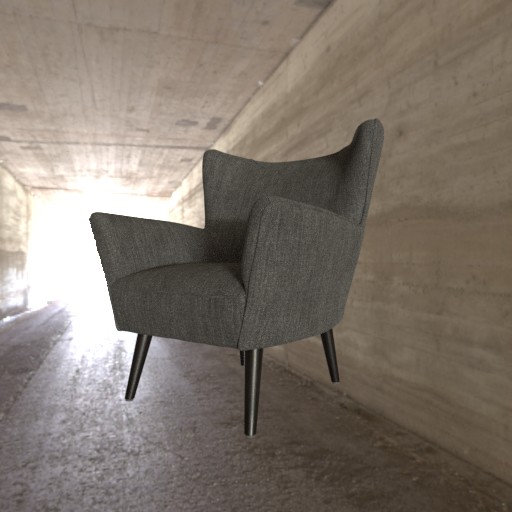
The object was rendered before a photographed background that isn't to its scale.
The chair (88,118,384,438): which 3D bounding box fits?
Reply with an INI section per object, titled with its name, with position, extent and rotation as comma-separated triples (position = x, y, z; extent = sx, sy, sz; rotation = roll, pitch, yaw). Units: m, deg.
[chair]
position = 0.000, 0.000, 1.584
extent = 0.781, 0.933, 0.888
rotation = 0, 0, 36
